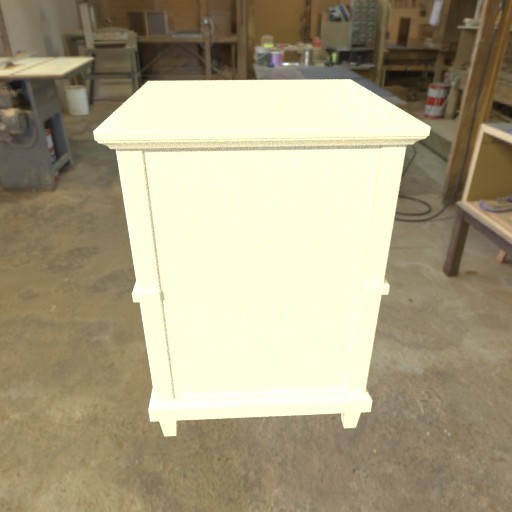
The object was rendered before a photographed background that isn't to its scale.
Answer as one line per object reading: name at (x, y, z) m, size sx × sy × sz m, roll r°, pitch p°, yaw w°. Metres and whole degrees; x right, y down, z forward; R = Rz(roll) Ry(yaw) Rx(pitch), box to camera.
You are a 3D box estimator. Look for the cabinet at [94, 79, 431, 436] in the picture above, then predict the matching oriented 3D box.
cabinet at (0.000, 0.000, 1.139) m, size 0.544 × 0.775 × 0.547 m, roll -2°, pitch 29°, yaw -3°
